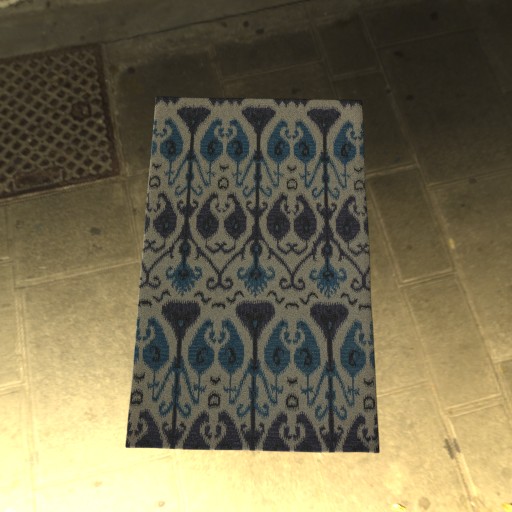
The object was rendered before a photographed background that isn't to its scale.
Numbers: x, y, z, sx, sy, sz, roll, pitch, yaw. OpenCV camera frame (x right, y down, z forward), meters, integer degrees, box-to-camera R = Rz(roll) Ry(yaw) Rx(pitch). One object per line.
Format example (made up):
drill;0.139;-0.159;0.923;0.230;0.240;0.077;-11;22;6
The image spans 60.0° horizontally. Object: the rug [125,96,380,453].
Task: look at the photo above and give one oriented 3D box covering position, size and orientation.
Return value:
rug;0.000;0.000;2.080;1.072;0.013;1.698;1;75;0
